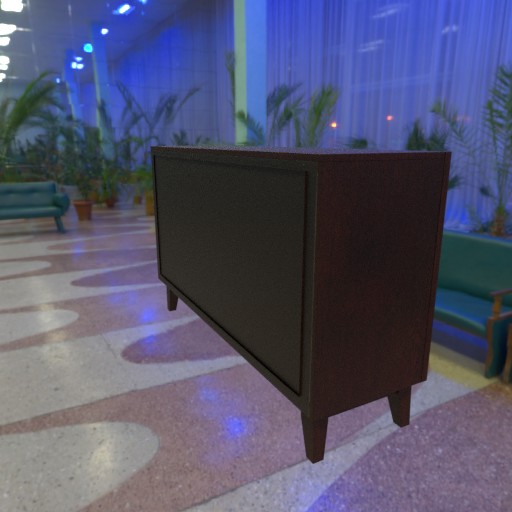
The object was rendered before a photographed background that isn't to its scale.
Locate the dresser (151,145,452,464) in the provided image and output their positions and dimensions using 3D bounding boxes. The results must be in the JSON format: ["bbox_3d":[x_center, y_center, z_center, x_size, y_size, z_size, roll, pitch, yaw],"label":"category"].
[{"bbox_3d":[0.000,0.000,2.052,0.499,0.971,1.609,-8,17,-27],"label":"dresser"}]
